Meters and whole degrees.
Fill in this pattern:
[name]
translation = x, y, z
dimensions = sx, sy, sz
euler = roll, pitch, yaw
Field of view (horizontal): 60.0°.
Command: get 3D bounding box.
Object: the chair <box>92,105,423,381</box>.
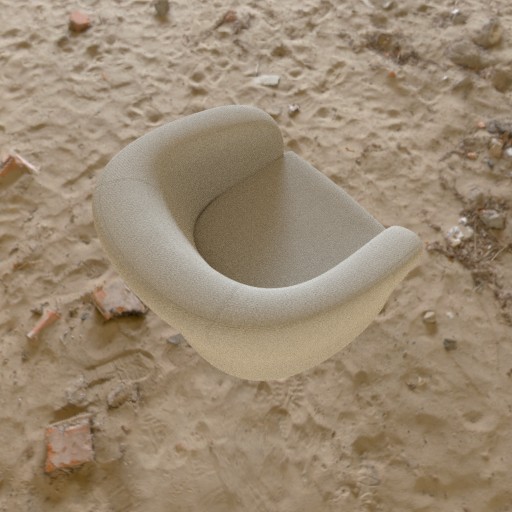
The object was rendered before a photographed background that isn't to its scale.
[chair]
translation = 0.000, 0.000, 1.448
dimensions = 0.815, 0.771, 0.791
euler = -35, 65, -19
